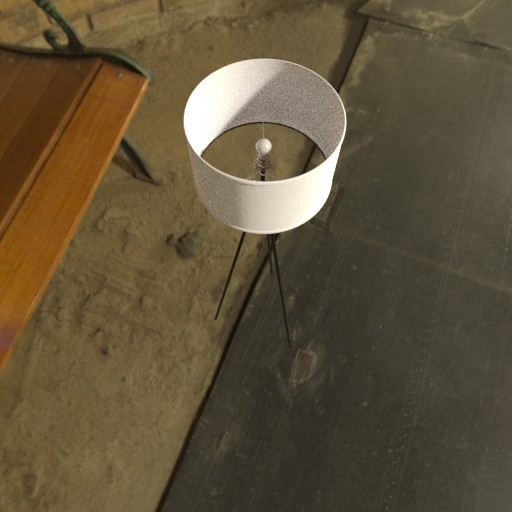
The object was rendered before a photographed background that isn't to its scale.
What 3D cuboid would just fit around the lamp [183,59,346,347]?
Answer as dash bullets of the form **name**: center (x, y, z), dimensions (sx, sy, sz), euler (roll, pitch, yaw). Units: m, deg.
- **lamp**: center (0.000, 0.000, 1.795), dimensions (0.458, 1.545, 0.448), euler (-15, 65, -7)
